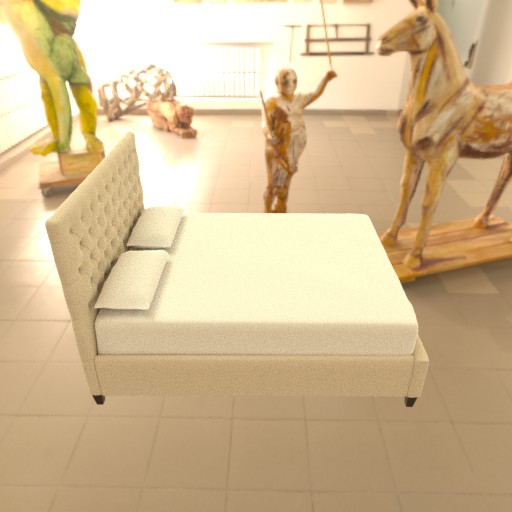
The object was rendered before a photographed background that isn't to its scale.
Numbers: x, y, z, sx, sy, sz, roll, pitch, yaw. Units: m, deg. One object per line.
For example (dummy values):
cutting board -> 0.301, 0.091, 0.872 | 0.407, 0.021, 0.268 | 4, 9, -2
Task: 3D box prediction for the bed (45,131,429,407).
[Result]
bed -> 0.000, 0.000, 3.376 | 2.233, 1.426, 1.696 | 0, 31, 1
